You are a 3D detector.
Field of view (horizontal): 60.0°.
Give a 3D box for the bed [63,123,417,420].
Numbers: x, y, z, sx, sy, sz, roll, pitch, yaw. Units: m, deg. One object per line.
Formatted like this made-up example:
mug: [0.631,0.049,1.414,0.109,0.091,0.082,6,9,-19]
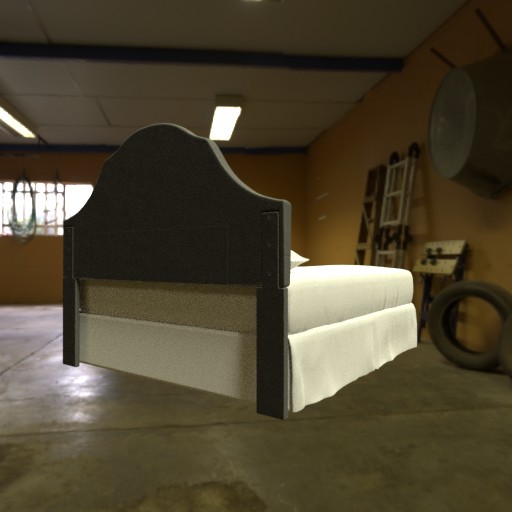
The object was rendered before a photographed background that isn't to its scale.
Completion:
bed: [0.000,0.000,3.622,2.008,1.615,2.214,0,0,36]
